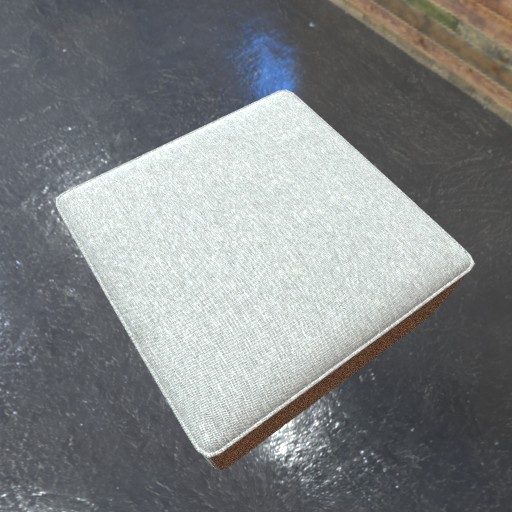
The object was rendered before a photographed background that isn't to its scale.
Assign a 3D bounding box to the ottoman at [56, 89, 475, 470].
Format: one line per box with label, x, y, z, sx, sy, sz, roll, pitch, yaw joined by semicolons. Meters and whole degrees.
ottoman;0.000;0.000;1.586;1.005;0.455;1.005;-31;64;-17
